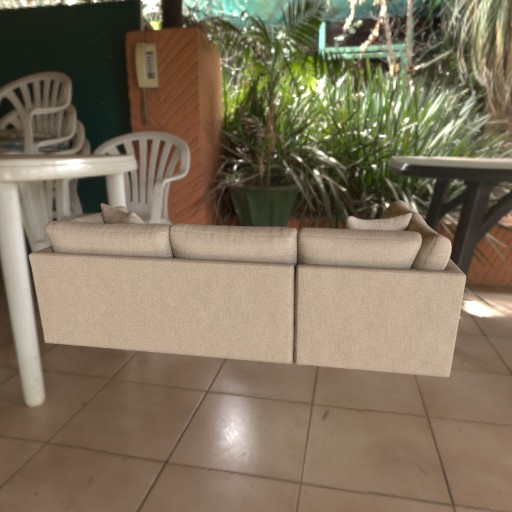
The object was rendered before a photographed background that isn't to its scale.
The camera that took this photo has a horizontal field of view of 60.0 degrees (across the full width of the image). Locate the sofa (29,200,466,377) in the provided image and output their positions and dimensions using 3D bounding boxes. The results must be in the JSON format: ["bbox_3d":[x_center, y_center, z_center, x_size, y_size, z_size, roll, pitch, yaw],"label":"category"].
[{"bbox_3d":[0.000,0.000,3.855,2.896,0.978,1.994,3,15,10],"label":"sofa"}]
